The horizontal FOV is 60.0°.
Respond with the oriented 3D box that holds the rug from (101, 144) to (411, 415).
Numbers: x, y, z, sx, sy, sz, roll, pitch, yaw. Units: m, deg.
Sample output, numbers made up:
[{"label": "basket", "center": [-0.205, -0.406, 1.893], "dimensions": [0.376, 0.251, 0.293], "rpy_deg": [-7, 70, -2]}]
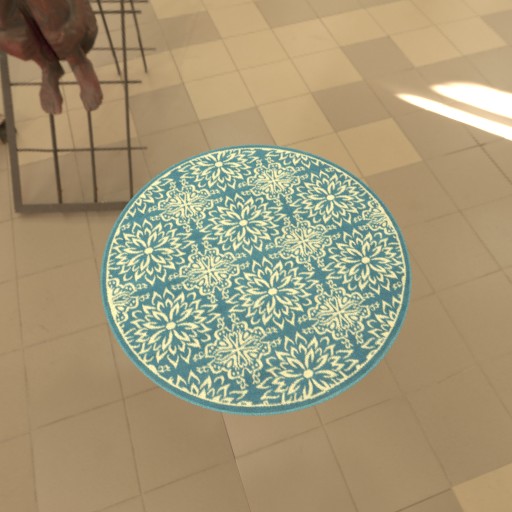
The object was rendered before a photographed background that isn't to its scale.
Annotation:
[{"label": "rug", "center": [0.000, 0.000, 2.307], "dimensions": [1.593, 0.012, 1.593], "rpy_deg": [0, 59, 0]}]
